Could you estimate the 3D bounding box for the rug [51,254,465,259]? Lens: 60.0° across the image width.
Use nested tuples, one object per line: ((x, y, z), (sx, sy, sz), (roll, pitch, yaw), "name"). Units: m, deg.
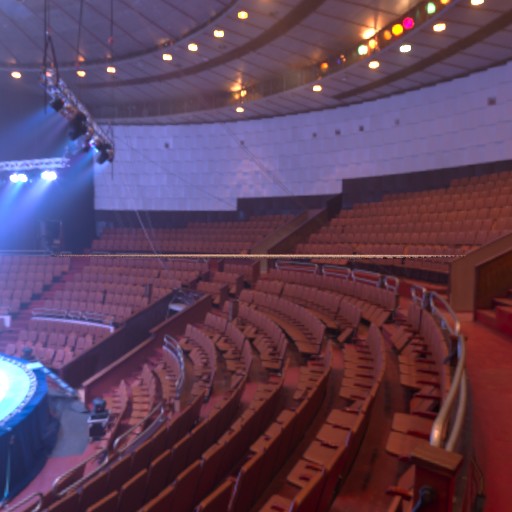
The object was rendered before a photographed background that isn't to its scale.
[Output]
((0.000, 0.000, 2.324), (1.802, 0.008, 1.247), (0, 0, 36), "rug")
